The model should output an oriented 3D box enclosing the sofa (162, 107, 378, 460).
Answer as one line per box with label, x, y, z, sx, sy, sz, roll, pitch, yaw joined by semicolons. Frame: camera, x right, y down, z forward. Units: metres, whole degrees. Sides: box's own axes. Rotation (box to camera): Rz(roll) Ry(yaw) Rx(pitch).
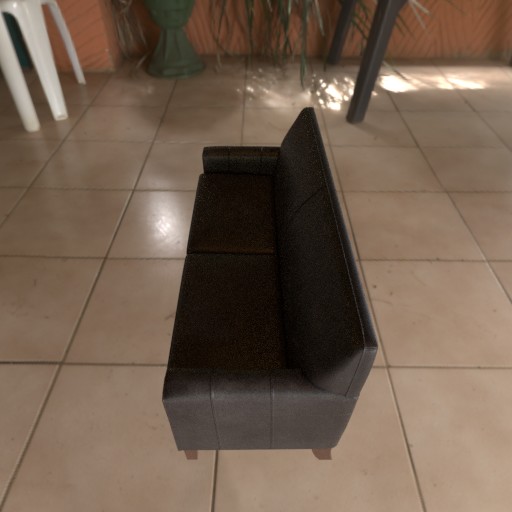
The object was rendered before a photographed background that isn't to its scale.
sofa;0.000;0.000;2.546;0.805;0.947;2.053;0;41;0
